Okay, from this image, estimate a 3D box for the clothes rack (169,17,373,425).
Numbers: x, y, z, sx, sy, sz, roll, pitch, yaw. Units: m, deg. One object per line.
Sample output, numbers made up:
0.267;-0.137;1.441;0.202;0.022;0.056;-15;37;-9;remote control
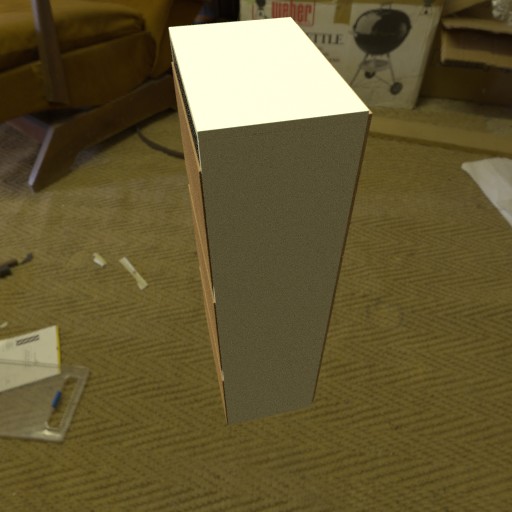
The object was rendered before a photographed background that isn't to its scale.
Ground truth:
0.000;0.000;1.370;0.331;1.187;0.500;-10;47;-9;clothes rack
